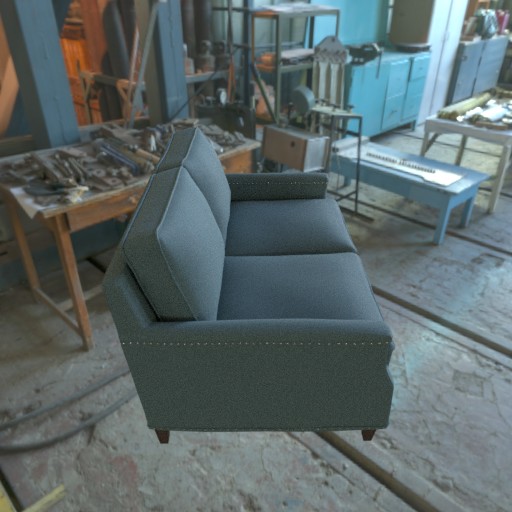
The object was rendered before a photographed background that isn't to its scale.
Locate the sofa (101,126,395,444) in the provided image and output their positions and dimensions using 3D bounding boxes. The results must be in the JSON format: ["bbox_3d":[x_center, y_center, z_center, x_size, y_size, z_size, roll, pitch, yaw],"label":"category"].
[{"bbox_3d":[0.000,0.000,2.294,1.084,1.003,1.597,0,32,-1],"label":"sofa"}]
